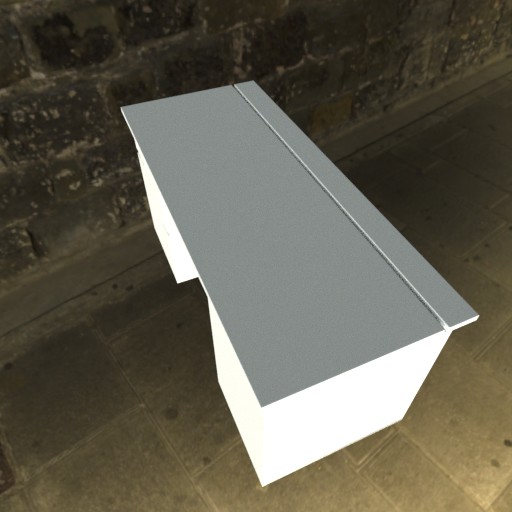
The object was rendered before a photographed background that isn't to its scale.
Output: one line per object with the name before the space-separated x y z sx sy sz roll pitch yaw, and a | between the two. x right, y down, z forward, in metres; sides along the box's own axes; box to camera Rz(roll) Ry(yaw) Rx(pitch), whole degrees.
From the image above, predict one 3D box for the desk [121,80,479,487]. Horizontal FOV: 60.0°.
desk | 0.000 0.000 1.919 0.670 0.760 1.580 -18 49 -16
